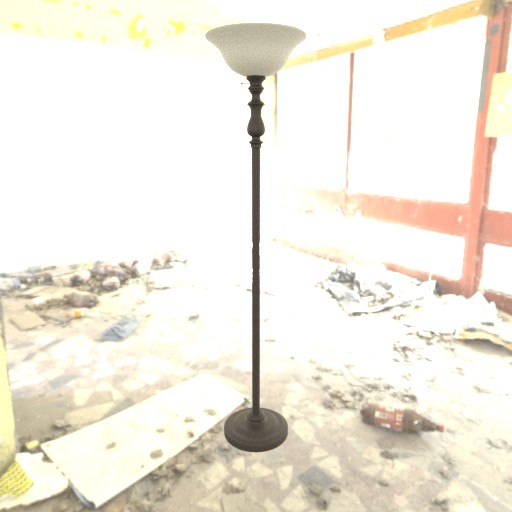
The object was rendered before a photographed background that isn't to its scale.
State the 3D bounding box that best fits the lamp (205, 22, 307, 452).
[{"bbox_3d":[0.000,0.000,1.973,0.405,1.797,0.405,-2,14,-10],"label":"lamp"}]
